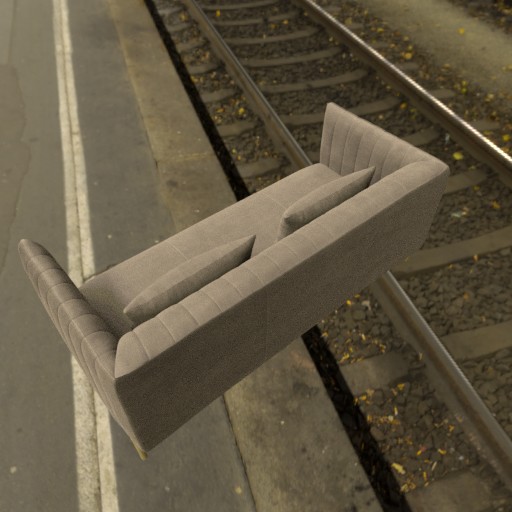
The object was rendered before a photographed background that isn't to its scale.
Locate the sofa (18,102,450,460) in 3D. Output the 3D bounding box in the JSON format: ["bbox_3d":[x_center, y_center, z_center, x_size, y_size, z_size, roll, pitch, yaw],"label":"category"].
[{"bbox_3d":[0.000,0.000,2.330,1.980,0.780,0.876,-31,54,-26],"label":"sofa"}]
